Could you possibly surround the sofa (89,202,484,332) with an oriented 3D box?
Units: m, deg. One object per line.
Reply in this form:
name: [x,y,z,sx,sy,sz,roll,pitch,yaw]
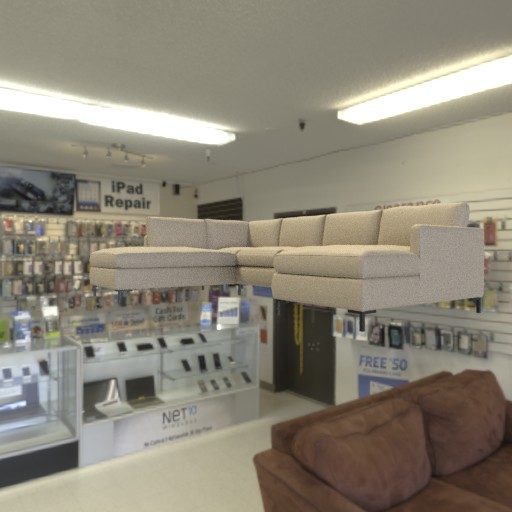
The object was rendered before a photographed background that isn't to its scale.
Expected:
sofa: [0.000,0.000,3.524,1.879,0.756,2.737,0,1,-35]
